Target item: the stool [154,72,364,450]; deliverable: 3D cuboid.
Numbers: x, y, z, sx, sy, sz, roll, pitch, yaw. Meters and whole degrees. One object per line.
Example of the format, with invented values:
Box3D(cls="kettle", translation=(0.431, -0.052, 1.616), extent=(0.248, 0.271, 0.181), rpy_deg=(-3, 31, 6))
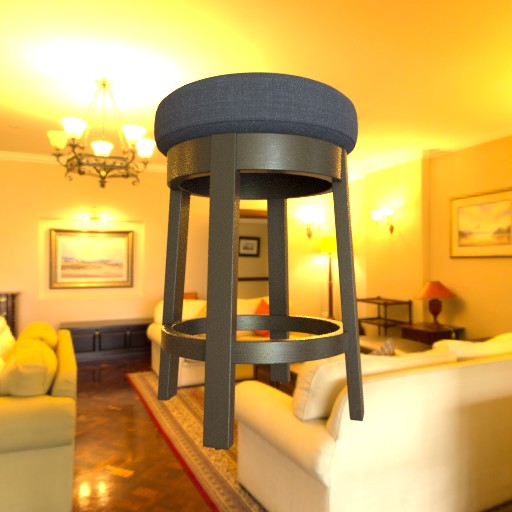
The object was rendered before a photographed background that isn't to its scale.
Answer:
Box3D(cls="stool", translation=(0.000, 0.000, 0.953), extent=(0.449, 0.655, 0.449), rpy_deg=(0, -1, 0))
